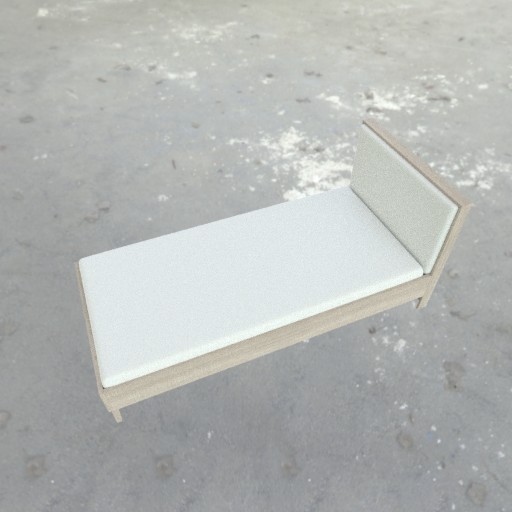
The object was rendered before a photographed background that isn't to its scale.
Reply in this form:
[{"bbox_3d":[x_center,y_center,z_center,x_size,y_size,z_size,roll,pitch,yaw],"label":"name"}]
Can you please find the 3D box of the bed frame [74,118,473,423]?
[{"bbox_3d":[0.000,0.000,2.769,2.140,0.920,0.990,-17,49,-15],"label":"bed frame"}]
